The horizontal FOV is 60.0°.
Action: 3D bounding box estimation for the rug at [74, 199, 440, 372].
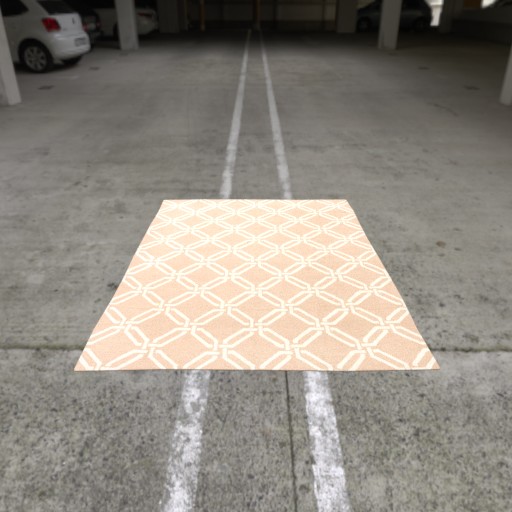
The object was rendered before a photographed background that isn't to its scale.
[{"bbox_3d":[0.000,0.000,4.417,2.452,0.020,3.365,0,27,0],"label":"rug"}]
